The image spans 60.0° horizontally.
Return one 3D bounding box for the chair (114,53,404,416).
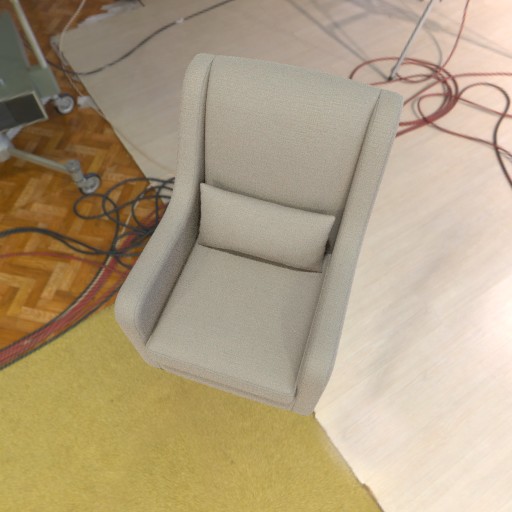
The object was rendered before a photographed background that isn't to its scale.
[{"bbox_3d":[0.000,0.000,1.645,0.715,1.017,0.896,15,61,9],"label":"chair"}]
